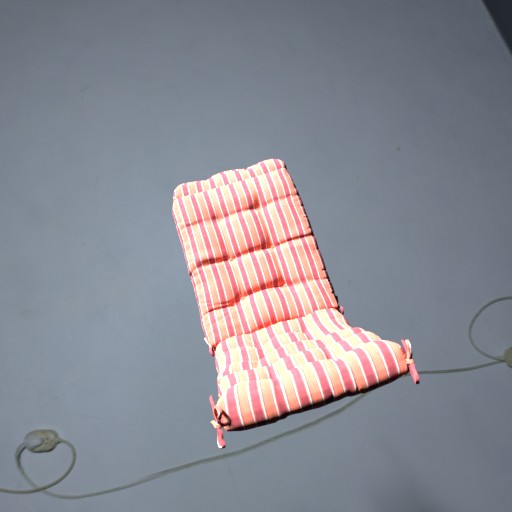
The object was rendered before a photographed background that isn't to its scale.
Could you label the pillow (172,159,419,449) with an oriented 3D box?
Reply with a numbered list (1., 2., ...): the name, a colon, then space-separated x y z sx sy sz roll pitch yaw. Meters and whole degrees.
1. pillow: 0.000 0.000 1.533 0.526 0.863 1.016 -17 76 -4
